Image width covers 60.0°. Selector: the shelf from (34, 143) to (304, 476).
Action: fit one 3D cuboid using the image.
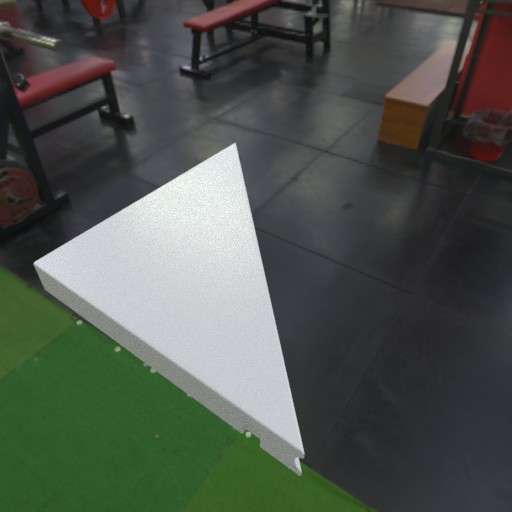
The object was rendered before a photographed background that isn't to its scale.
[{"bbox_3d":[0.000,0.000,0.443,0.296,0.035,0.296,27,48,27],"label":"shelf"}]
